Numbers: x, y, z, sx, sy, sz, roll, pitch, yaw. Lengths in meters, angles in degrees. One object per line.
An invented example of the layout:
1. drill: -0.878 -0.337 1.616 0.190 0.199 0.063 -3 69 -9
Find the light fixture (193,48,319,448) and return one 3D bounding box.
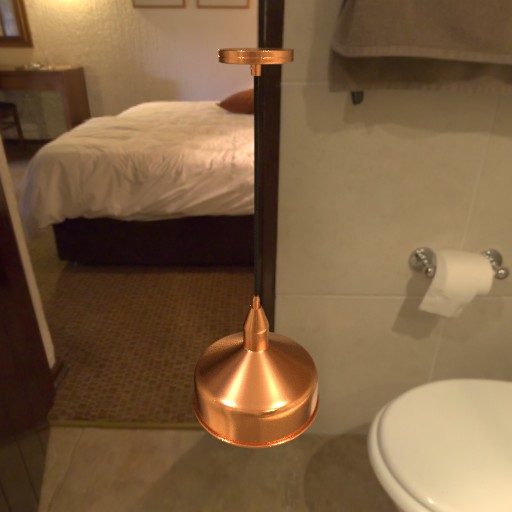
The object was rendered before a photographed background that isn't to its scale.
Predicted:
1. light fixture: 0.000 0.000 0.891 0.301 0.754 0.301 -19 32 -32
